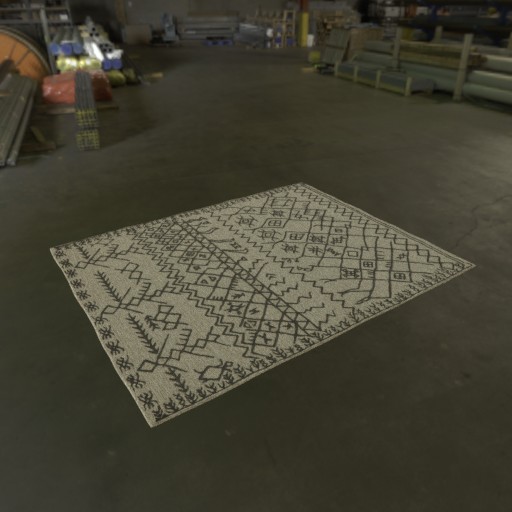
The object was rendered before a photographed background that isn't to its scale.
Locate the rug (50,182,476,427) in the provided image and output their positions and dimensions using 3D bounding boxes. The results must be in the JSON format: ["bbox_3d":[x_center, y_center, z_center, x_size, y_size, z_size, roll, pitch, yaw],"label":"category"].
[{"bbox_3d":[0.000,0.000,3.233,2.455,0.025,1.964,-19,35,-29],"label":"rug"}]
